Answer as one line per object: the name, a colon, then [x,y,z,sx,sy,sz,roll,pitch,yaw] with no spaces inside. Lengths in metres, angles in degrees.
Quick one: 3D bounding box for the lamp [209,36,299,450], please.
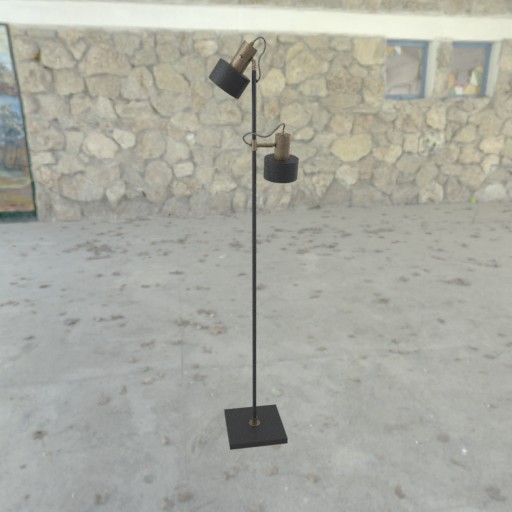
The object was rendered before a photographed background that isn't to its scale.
lamp: [0.000,0.000,1.664,0.315,1.505,0.233,-3,16,-9]
